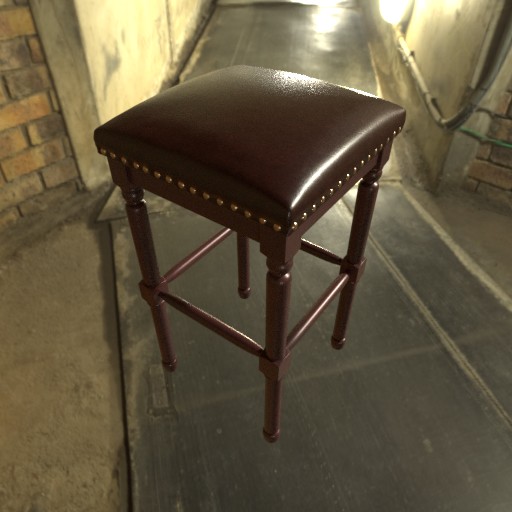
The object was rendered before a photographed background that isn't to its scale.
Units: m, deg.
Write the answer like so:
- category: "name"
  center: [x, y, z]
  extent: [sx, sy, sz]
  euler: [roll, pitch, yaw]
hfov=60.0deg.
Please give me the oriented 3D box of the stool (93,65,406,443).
- category: "stool"
  center: [0.000, 0.000, 0.938]
  extent: [0.382, 0.702, 0.383]
  euler: [26, 48, 26]
